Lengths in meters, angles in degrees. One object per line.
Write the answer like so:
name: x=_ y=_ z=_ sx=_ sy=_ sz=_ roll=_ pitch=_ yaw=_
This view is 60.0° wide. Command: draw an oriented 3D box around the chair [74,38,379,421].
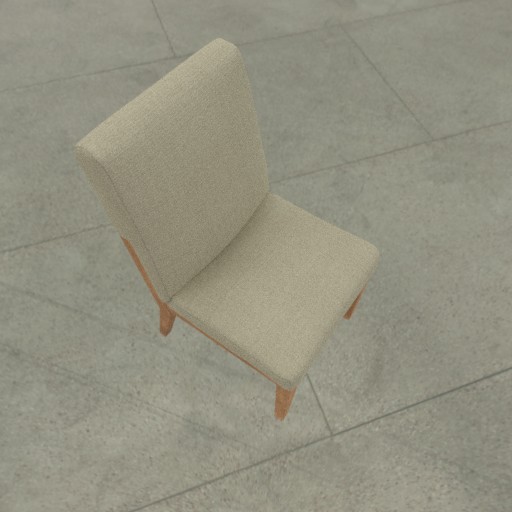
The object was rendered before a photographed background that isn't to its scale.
chair: x=0.000 y=0.000 z=1.269 sx=0.586 sy=0.911 sz=0.507 roll=31 pitch=62 yaw=18
